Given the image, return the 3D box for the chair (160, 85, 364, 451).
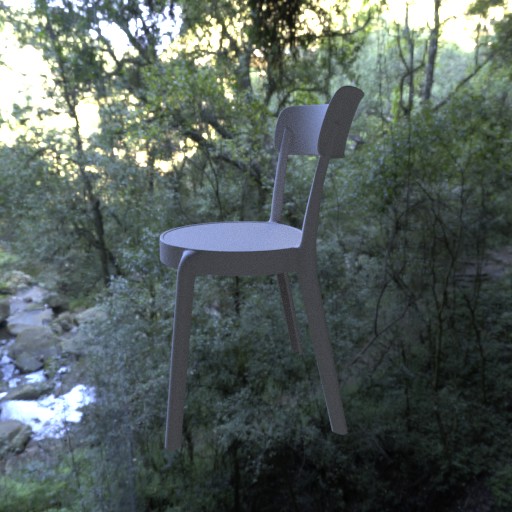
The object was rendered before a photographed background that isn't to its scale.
[{"bbox_3d":[0.000,0.000,1.163,0.491,0.790,0.506,-2,14,-8],"label":"chair"}]
